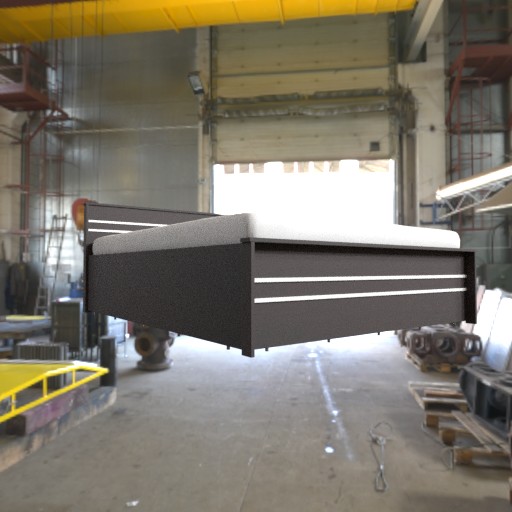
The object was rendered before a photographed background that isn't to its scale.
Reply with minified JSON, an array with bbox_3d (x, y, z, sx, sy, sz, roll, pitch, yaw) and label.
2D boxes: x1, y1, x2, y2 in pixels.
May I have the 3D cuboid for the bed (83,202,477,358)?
[{"bbox_3d":[0.000,0.000,2.932,1.634,0.808,2.103,1,-2,-37],"label":"bed"}]
